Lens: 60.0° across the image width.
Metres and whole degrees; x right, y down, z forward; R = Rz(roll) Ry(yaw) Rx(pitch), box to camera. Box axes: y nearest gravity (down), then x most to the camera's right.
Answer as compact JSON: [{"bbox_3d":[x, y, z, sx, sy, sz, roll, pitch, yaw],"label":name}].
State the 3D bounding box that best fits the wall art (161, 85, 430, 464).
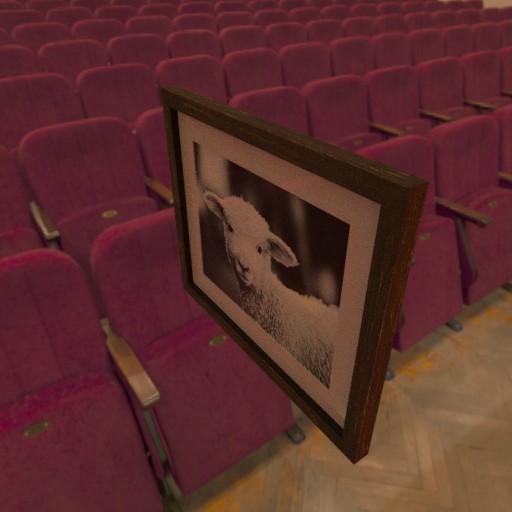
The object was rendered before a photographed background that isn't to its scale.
[{"bbox_3d":[0.000,0.000,0.754,0.032,0.457,0.558,-21,38,-29],"label":"wall art"}]
